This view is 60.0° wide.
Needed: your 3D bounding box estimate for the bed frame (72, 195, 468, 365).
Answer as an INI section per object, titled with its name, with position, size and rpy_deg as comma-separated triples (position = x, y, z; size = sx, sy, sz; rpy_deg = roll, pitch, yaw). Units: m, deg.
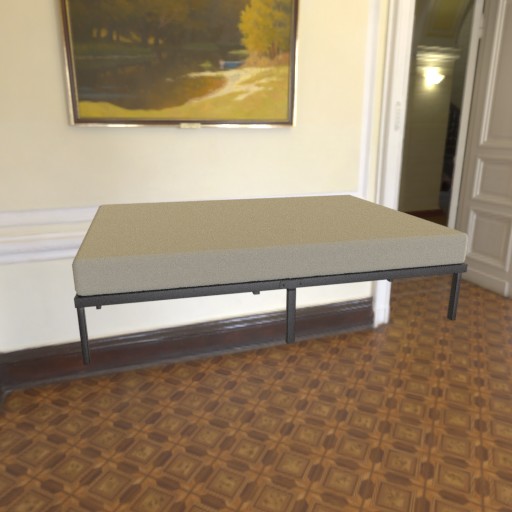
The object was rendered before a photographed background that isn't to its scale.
[bed frame]
position = 0.000, 0.000, 3.750
size = 2.842, 0.680, 2.205
rpy_deg = -2, 17, -7
